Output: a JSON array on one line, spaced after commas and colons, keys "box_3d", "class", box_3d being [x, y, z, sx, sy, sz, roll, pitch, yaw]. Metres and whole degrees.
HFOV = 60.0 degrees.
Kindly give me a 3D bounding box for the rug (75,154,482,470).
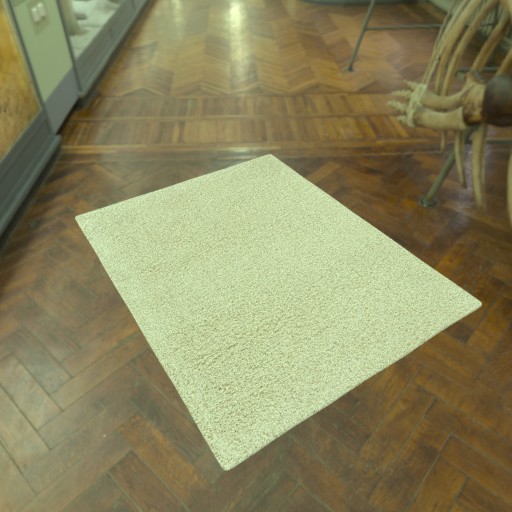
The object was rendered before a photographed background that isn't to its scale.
[{"box_3d": [0.000, 0.000, 4.069, 2.438, 0.029, 3.047, -23, 46, -25], "class": "rug"}]
